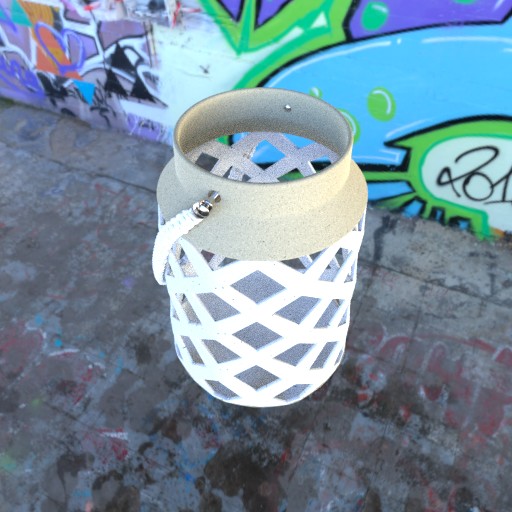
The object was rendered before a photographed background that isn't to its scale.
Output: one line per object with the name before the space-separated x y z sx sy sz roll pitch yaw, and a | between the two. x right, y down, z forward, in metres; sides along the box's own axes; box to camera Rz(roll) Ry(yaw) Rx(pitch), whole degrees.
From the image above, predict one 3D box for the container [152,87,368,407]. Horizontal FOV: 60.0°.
container | 0.000 0.000 0.406 0.198 0.264 0.188 19 50 17
